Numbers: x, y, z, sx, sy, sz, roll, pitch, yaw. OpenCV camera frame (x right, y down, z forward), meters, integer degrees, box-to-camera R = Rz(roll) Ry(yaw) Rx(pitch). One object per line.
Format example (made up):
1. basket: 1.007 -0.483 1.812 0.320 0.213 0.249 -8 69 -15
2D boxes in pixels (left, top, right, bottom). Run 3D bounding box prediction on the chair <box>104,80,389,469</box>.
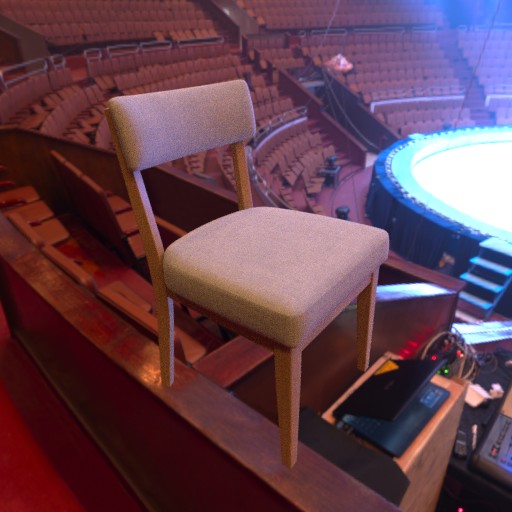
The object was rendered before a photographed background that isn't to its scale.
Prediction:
1. chair: 0.000 0.000 1.205 0.572 0.832 0.508 19 33 32
